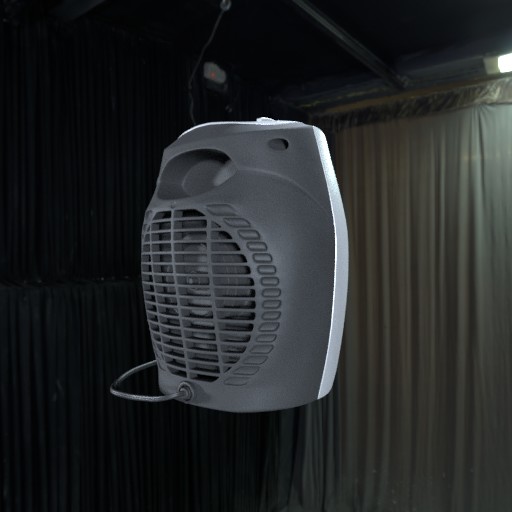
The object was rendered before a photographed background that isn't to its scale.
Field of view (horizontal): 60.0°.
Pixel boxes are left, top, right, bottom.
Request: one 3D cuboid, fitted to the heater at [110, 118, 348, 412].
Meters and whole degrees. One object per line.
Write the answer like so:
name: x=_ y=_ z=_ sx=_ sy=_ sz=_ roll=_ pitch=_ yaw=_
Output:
heater: x=0.000 y=0.000 z=0.469 sx=0.239 sy=0.240 sz=0.291 roll=0 pitch=0 yaw=36
